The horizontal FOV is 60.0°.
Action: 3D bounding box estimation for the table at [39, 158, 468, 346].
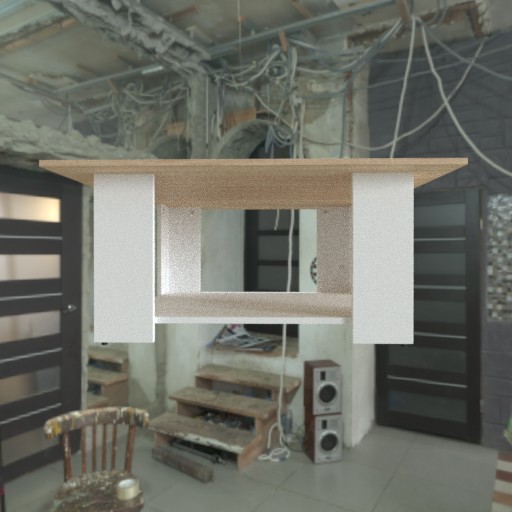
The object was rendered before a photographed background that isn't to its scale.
[{"bbox_3d":[0.000,0.000,1.027,0.670,0.305,0.670,0,0,1],"label":"table"}]
